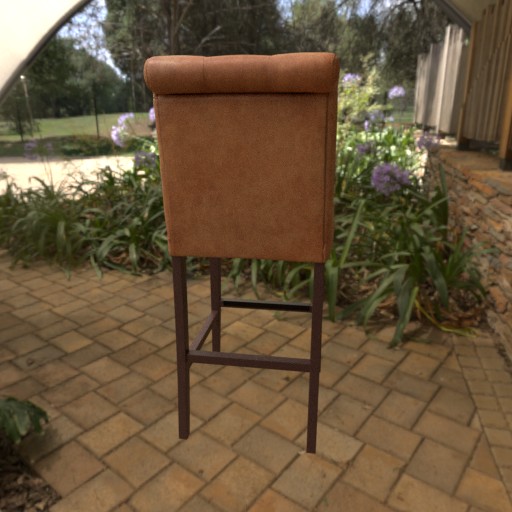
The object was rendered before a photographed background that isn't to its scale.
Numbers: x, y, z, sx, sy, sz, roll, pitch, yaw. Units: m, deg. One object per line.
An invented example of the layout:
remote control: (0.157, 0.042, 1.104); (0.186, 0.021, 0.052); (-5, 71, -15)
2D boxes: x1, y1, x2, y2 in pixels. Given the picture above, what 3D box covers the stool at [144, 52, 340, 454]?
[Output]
stool: (0.000, 0.000, 1.440); (0.493, 1.140, 0.601); (3, 17, 9)
